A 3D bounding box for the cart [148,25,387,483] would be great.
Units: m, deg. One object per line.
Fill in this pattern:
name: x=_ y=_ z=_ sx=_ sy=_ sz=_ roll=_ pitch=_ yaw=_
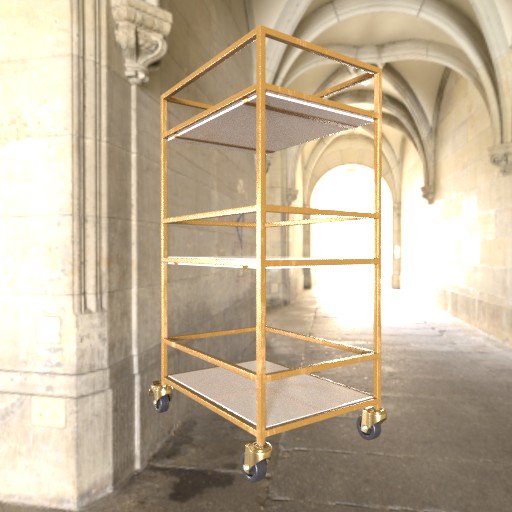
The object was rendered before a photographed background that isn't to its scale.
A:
cart: x=0.000 y=0.000 z=1.000 sx=0.332 sy=0.761 sz=0.483 roll=0 pitch=1 yaw=-35
